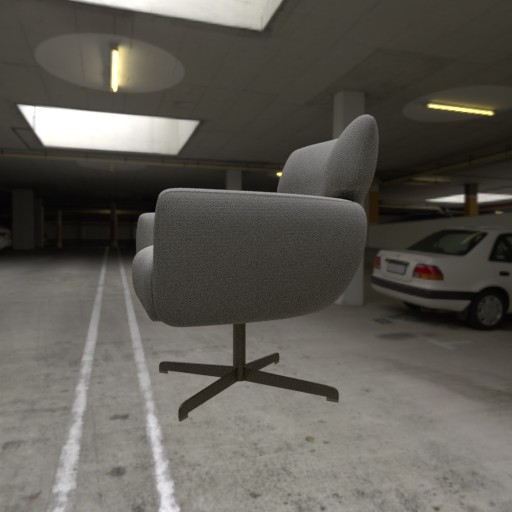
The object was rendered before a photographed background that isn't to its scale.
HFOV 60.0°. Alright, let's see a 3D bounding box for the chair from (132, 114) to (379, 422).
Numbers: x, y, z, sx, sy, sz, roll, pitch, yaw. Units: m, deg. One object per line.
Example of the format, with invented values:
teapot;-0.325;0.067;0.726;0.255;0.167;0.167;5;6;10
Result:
chair;0.000;0.000;1.396;0.730;0.810;0.760;0;1;-18
